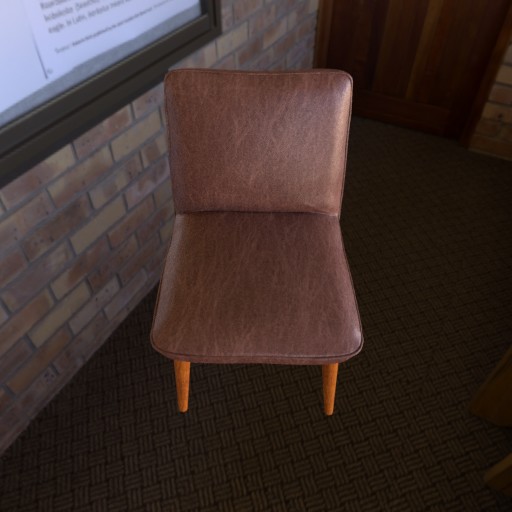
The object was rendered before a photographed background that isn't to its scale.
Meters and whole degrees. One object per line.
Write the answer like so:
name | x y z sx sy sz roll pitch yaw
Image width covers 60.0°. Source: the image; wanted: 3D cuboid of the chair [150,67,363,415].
chair | 0.000 0.000 1.230 0.543 0.803 0.645 -3 47 -2
